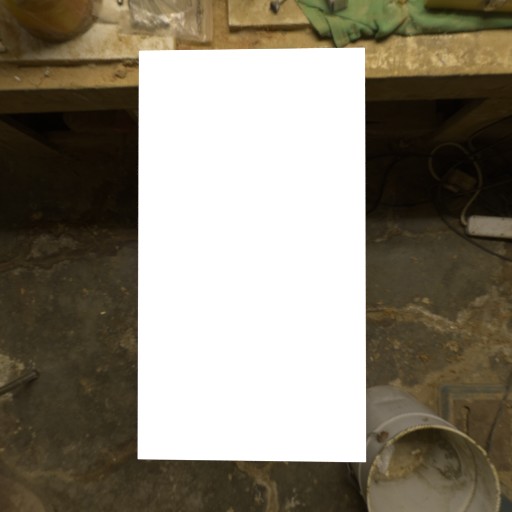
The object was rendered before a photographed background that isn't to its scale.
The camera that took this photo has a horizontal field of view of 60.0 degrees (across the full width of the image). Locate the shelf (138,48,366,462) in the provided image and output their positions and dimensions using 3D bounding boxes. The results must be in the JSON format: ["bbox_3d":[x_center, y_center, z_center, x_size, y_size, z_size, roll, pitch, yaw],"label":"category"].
[{"bbox_3d":[0.000,0.000,1.346,0.498,0.750,0.902,0,89,2],"label":"shelf"}]
